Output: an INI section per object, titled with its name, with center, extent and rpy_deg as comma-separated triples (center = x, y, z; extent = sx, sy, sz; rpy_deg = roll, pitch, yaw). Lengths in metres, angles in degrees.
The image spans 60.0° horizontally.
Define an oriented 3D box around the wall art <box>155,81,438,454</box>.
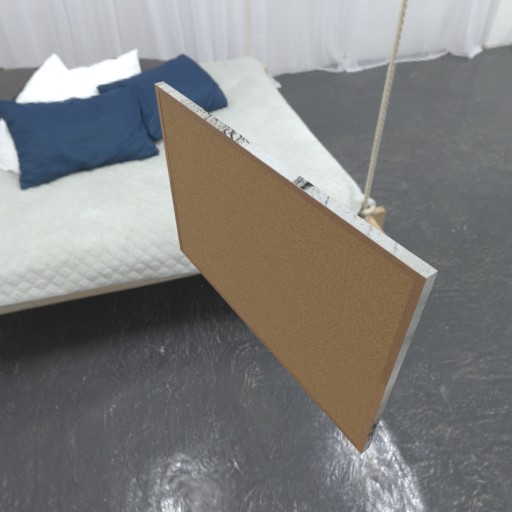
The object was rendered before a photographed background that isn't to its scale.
[wall art]
center = 0.000, 0.000, 1.432
extent = 0.035, 0.758, 1.141
rpy_deg = -26, 49, -25
